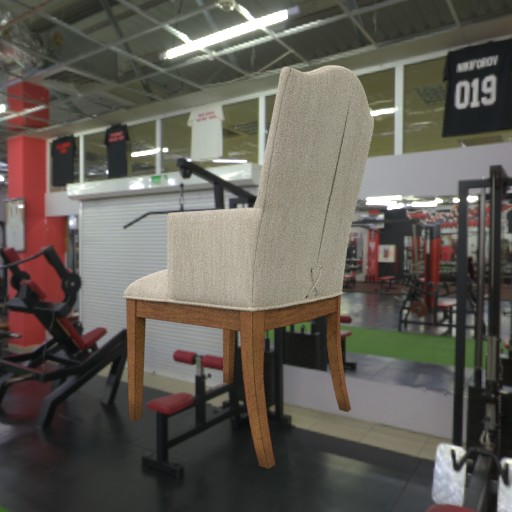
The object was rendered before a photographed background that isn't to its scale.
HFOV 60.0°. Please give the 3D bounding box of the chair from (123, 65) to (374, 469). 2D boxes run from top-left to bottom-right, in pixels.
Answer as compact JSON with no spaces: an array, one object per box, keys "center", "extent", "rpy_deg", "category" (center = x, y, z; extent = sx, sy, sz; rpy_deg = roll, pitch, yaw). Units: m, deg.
[{"center":[0.000,0.000,1.382],"extent":[0.641,1.016,0.533],"rpy_deg":[1,2,36],"category":"chair"}]
